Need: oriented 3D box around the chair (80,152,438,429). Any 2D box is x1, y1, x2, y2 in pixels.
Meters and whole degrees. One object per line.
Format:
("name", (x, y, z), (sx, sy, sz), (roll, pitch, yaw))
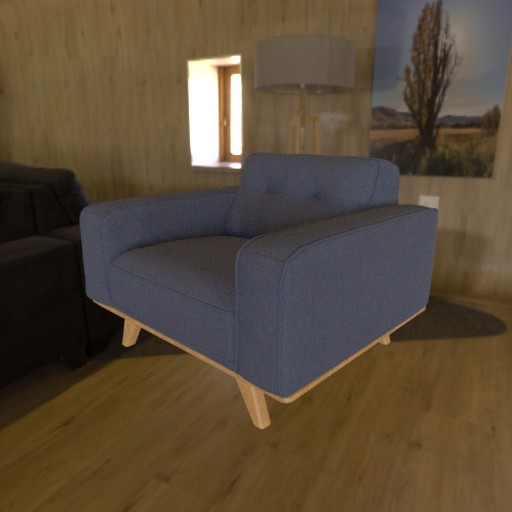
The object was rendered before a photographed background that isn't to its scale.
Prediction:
("chair", (0.000, 0.000, 1.790), (1.118, 0.783, 0.953), (14, 21, 42))
